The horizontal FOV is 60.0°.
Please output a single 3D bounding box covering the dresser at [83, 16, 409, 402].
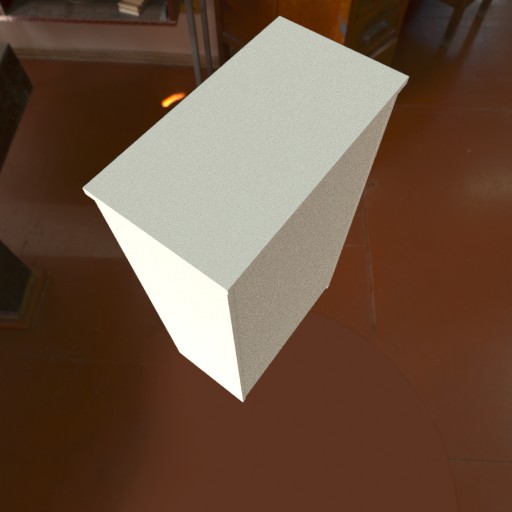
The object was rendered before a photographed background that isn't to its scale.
[{"bbox_3d":[0.000,0.000,1.553,0.399,1.255,0.704,34,67,16],"label":"dresser"}]
